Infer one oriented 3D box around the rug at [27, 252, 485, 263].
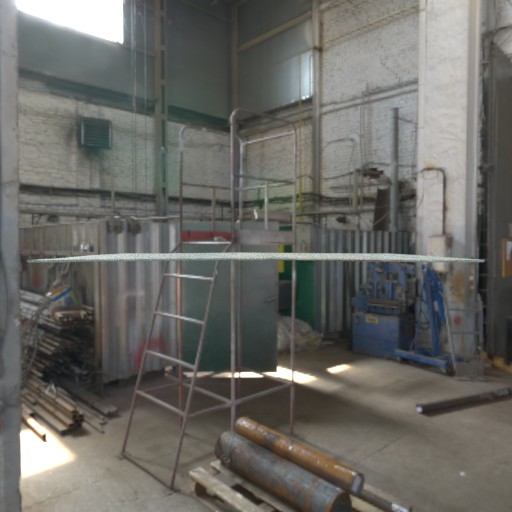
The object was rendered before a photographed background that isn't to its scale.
[{"bbox_3d":[0.000,0.000,2.969,2.260,0.026,1.611,0,1,1],"label":"rug"}]
